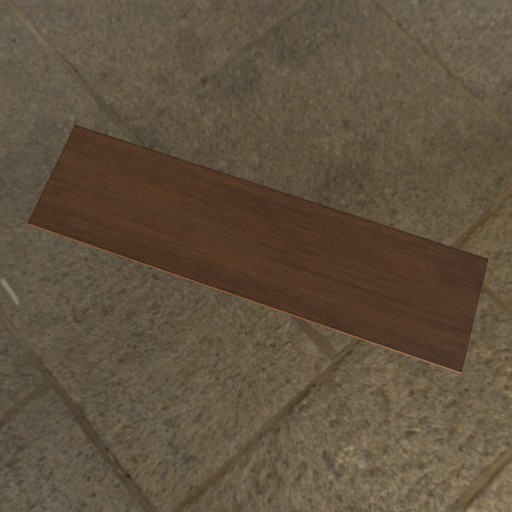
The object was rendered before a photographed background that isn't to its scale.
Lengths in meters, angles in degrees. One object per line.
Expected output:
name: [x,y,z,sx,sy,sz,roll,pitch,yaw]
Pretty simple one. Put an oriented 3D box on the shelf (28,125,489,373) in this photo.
shelf: [0.000,0.000,0.721,0.636,0.190,0.166,19,78,4]
